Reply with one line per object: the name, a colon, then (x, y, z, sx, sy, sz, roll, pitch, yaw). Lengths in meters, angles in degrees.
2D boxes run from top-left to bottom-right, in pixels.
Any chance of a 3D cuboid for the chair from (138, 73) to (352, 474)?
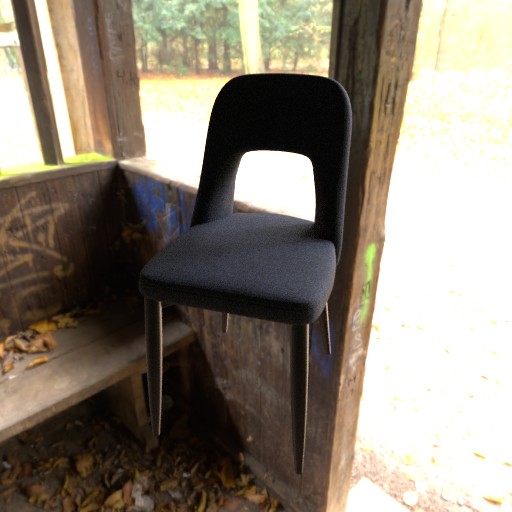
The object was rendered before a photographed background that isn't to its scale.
chair: (0.000, 0.000, 1.263, 0.470, 0.931, 0.612, 8, 27, 16)
